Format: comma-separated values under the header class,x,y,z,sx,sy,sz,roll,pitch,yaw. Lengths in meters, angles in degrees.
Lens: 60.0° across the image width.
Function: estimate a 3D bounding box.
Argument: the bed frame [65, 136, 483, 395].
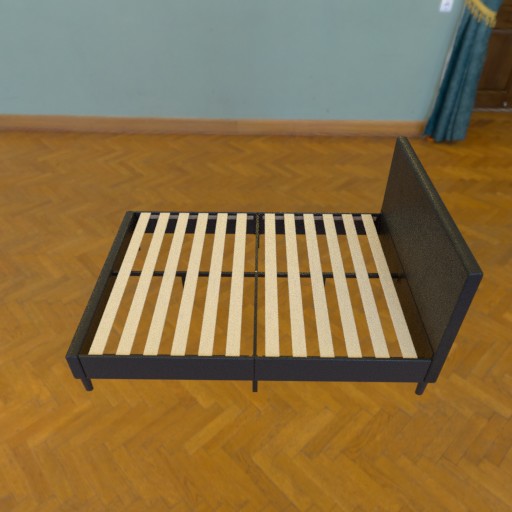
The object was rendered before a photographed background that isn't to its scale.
class,x,y,z,sx,sy,sz,roll,pitch,yaw
bed frame,0.000,0.000,2.970,2.152,1.046,1.469,0,40,1
